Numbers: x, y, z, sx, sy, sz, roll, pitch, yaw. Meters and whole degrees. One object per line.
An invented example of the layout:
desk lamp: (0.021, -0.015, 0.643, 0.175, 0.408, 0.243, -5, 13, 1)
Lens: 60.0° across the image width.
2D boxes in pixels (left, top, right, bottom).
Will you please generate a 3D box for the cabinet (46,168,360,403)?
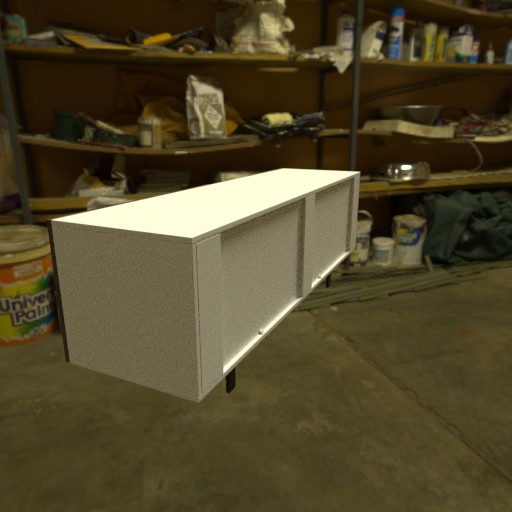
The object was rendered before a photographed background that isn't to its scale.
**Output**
cabinet: (0.000, 0.000, 1.733, 0.431, 0.533, 1.499, 8, 18, 25)
